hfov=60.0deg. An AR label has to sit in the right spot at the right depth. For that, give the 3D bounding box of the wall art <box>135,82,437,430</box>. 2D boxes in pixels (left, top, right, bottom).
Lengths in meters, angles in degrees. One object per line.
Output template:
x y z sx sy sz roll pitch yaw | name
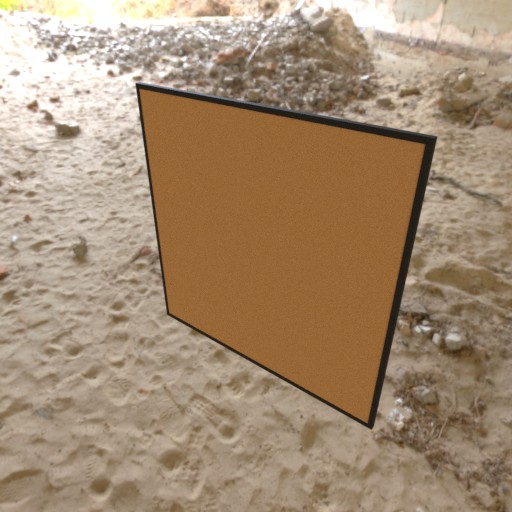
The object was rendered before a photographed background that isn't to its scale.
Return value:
0.000 0.000 0.995 0.664 0.663 0.015 22 38 31 | wall art
